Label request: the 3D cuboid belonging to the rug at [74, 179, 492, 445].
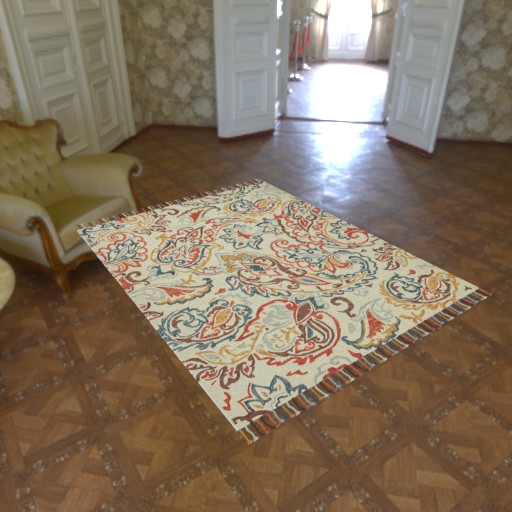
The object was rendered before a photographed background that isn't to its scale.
[{"bbox_3d":[0.000,0.000,4.186,2.439,0.015,3.274,-20,36,-30],"label":"rug"}]
